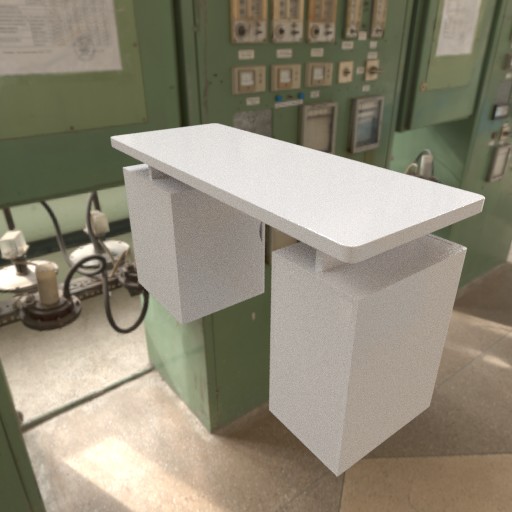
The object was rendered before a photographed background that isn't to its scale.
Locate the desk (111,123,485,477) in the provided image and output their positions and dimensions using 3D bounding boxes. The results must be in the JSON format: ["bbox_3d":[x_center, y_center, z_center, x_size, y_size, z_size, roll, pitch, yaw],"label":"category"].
[{"bbox_3d":[0.000,0.000,1.741,0.550,0.762,1.400,-19,32,-32],"label":"desk"}]
